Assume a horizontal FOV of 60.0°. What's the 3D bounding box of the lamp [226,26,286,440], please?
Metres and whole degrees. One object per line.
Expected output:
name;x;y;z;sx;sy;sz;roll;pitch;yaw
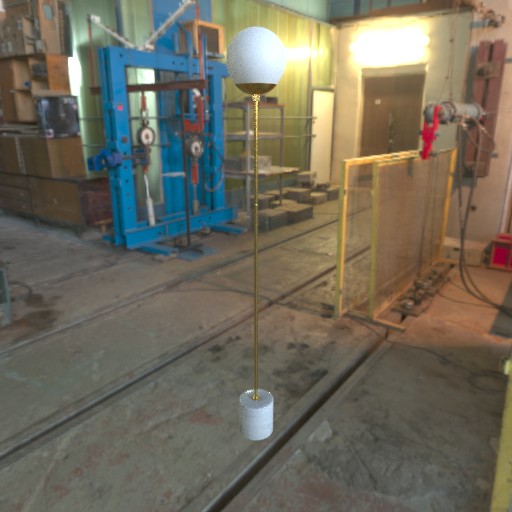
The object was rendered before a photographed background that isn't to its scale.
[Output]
lamp;0.000;0.000;1.882;0.224;1.753;0.224;-3;17;-9
